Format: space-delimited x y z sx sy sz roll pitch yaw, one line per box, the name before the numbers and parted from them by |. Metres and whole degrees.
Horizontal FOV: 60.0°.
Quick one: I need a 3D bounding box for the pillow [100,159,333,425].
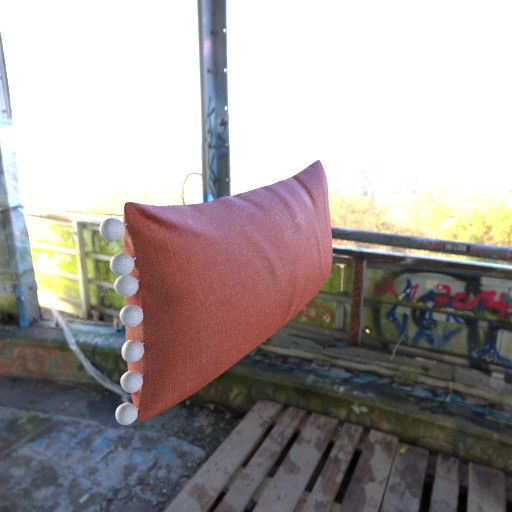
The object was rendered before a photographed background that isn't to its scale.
pillow | 0.000 0.000 0.840 0.201 0.322 0.709 9 18 28
